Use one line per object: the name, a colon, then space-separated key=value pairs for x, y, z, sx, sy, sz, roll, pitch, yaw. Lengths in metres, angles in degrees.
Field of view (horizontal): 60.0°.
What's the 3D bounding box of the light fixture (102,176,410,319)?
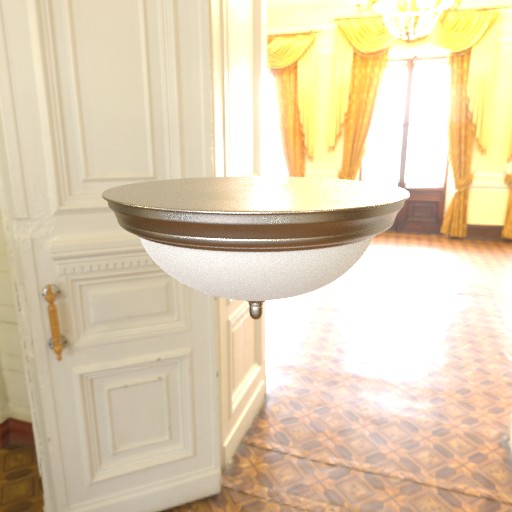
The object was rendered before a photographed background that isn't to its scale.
light fixture: x=0.000 y=0.000 z=0.442 sx=0.280 sy=0.135 sz=0.280 roll=0 pitch=15 yaw=0
